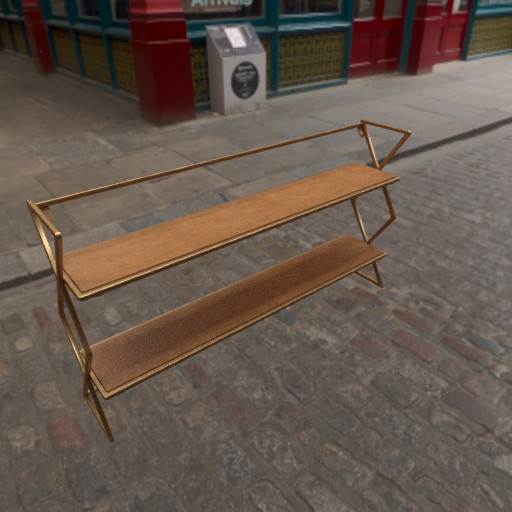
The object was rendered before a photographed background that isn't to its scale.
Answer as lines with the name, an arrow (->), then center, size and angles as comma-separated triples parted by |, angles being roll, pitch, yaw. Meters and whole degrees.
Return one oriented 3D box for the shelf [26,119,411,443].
shelf -> 0.000, 0.000, 0.992 | 0.822, 0.450, 0.150 | -22, 38, -32
